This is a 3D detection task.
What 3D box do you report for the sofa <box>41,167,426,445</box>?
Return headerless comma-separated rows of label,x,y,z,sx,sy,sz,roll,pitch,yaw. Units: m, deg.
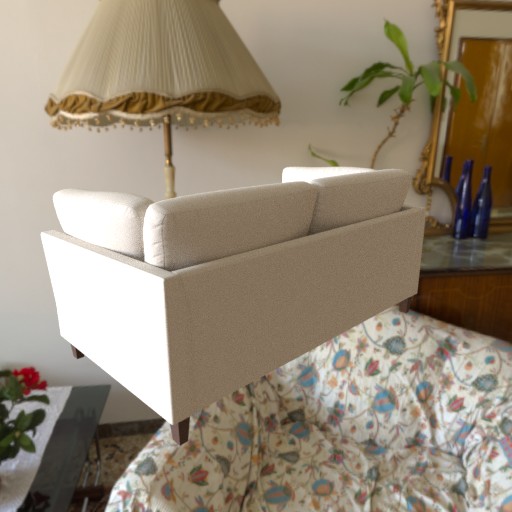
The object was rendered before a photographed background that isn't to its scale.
sofa,0.000,0.000,2.280,1.776,0.836,0.970,-15,22,-42
